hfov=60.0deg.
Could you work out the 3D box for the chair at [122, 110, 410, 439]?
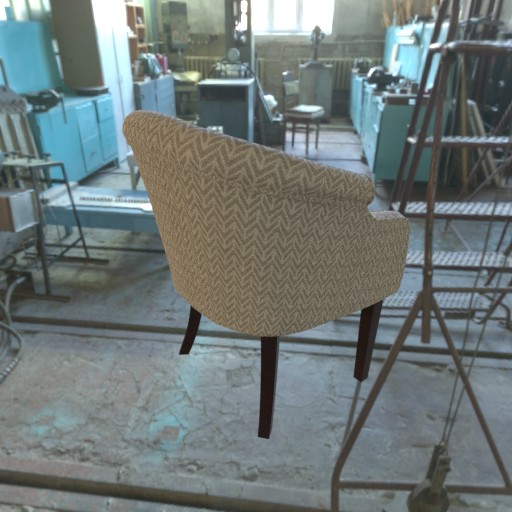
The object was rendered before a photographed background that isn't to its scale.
[{"bbox_3d":[0.000,0.000,1.303,0.613,0.858,0.686,-20,33,-33],"label":"chair"}]
